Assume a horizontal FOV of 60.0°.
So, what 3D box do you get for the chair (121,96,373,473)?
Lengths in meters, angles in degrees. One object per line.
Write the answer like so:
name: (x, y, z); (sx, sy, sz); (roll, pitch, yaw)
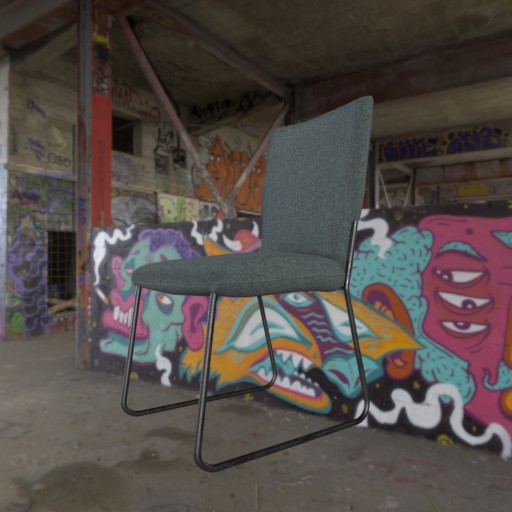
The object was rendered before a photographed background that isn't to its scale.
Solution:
chair: (0.000, 0.000, 1.282); (0.635, 0.931, 0.480); (1, -1, -37)
